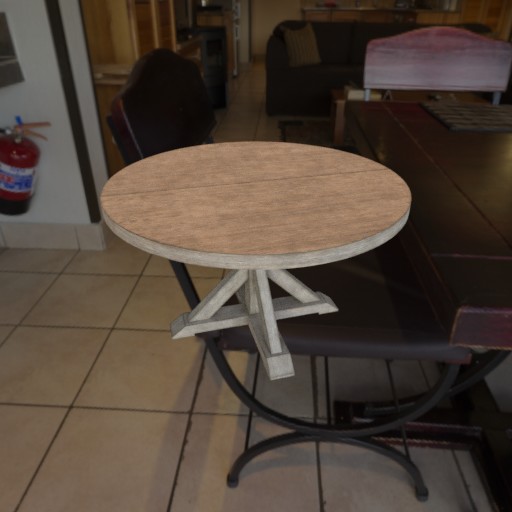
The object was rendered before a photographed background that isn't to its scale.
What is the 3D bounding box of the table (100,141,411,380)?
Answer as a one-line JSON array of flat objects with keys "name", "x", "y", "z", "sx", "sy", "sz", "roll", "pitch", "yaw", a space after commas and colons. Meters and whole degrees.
[{"name": "table", "x": 0.000, "y": 0.000, "z": 2.217, "sx": 1.363, "sy": 0.781, "sz": 1.363, "roll": 0, "pitch": 30, "yaw": 0}]
